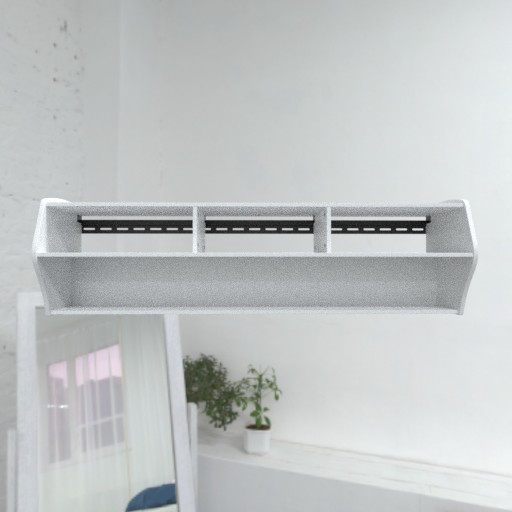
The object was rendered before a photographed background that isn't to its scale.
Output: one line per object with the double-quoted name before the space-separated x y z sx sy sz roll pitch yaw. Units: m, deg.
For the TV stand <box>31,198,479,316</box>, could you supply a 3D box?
"TV stand" 0.000 0.000 1.657 1.473 0.424 0.397 0 -1 -1
